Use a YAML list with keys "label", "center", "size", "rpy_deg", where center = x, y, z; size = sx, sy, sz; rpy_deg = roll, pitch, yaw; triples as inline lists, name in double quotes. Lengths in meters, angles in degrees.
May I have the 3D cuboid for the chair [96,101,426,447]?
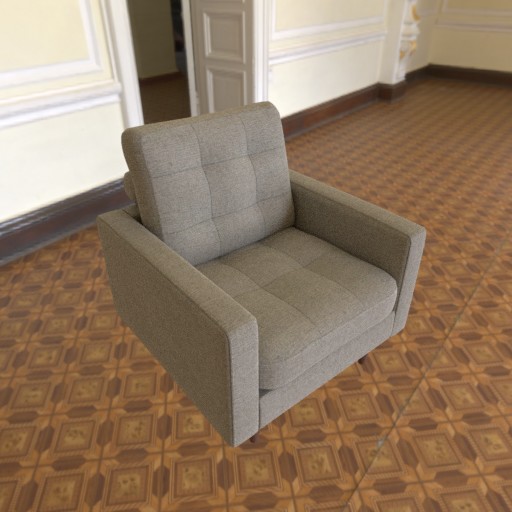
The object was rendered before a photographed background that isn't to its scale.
- label: "chair"
  center: [0.000, 0.000, 1.558]
  size: [0.821, 0.880, 0.843]
  rpy_deg: [-24, 39, -32]
